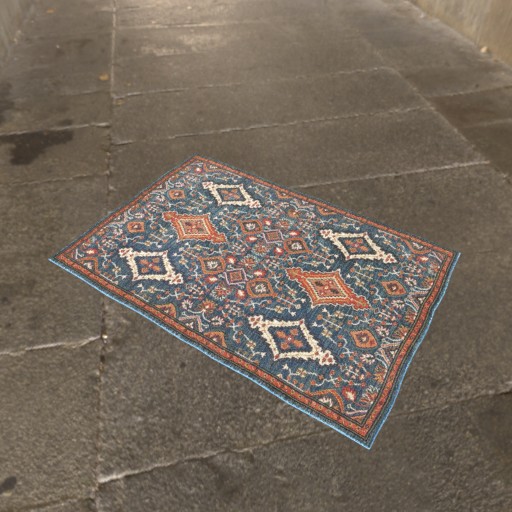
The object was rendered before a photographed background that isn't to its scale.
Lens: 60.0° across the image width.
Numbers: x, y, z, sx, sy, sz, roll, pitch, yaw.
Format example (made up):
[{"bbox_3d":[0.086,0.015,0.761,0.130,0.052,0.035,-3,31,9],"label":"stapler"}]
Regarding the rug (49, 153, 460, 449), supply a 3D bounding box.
[{"bbox_3d":[0.000,0.000,3.054,2.373,0.009,1.622,25,50,23],"label":"rug"}]
